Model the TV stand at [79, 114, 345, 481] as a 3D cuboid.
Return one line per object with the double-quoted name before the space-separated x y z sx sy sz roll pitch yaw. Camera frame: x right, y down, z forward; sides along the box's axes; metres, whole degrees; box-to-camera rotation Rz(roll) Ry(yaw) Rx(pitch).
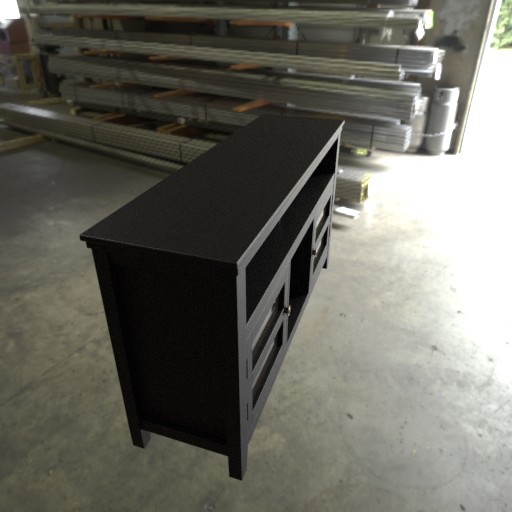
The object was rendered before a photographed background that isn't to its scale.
"TV stand" 0.000 0.000 1.510 0.347 0.681 1.198 10 31 17
